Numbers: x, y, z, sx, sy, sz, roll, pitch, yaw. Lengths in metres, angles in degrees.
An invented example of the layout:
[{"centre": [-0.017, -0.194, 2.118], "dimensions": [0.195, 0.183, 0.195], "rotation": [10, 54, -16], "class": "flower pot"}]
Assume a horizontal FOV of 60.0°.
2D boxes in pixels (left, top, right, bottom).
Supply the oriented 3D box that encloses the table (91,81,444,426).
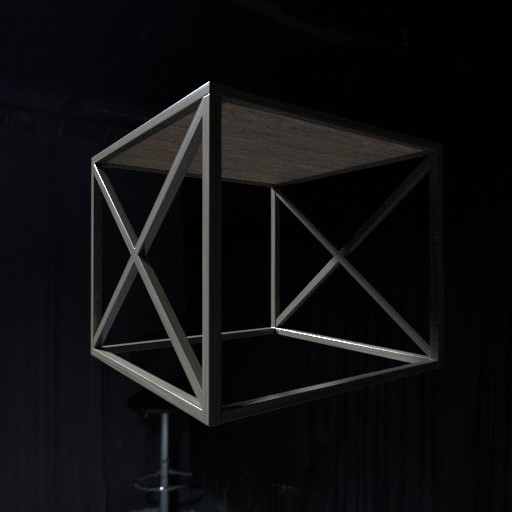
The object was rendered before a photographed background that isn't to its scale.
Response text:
[{"centre": [0.000, 0.000, 1.075], "dimensions": [0.609, 0.507, 0.611], "rotation": [0, -1, -36], "class": "table"}]
